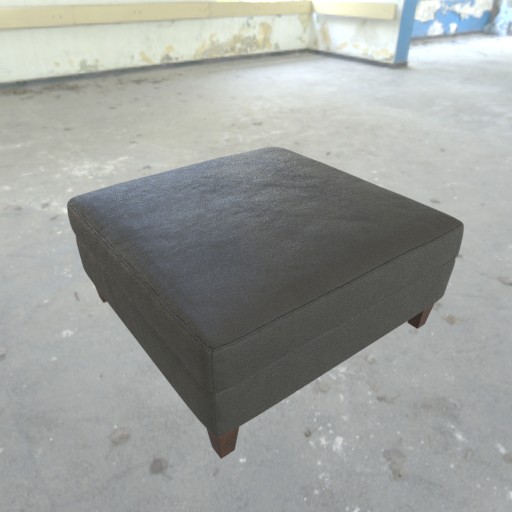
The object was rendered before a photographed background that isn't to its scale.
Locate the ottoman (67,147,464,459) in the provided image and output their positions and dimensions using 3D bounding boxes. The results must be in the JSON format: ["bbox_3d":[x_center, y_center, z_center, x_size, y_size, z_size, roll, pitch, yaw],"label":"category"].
[{"bbox_3d":[0.000,0.000,1.331,0.844,0.415,0.836,-22,38,-31],"label":"ottoman"}]
